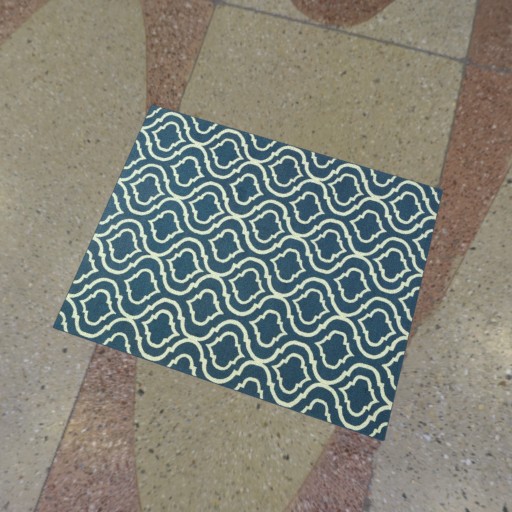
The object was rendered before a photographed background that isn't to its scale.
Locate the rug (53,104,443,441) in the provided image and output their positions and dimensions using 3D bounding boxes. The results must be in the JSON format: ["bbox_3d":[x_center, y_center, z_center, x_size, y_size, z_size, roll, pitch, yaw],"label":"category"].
[{"bbox_3d":[0.000,0.000,3.916,2.881,0.020,2.270,18,76,5],"label":"rug"}]
